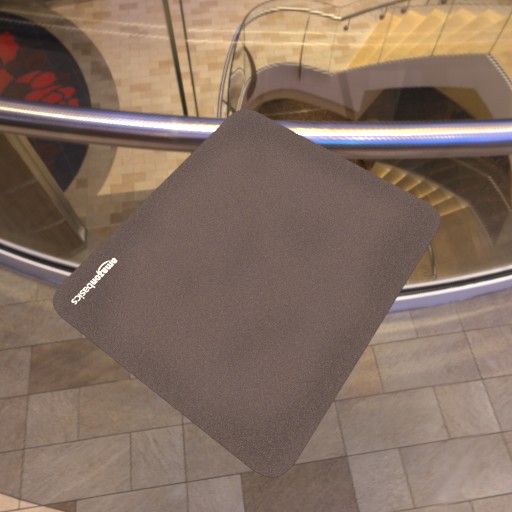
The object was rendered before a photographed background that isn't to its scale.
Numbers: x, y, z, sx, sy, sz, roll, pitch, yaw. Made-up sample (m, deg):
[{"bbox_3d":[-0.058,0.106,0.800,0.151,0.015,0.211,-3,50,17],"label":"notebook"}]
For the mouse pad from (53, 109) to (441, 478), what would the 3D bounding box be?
[{"bbox_3d":[0.000,0.000,0.441,0.269,0.002,0.315,33,67,15],"label":"mouse pad"}]
